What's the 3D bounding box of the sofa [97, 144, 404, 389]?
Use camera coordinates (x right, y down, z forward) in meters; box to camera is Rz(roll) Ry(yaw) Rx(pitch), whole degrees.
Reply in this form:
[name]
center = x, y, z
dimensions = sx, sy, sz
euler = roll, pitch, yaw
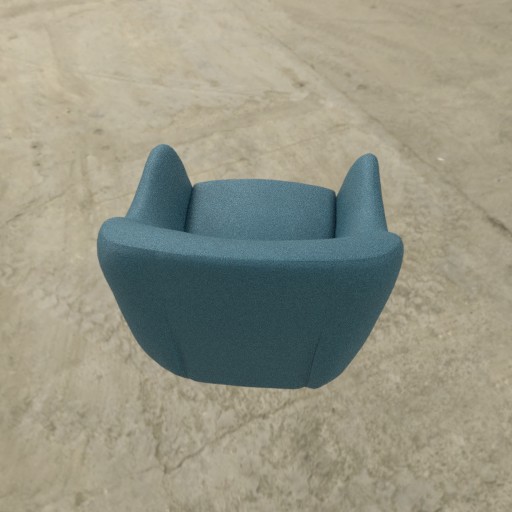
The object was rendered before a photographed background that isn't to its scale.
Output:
[sofa]
center = 0.000, 0.000, 1.518
dimensions = 0.836, 0.817, 0.825
euler = 3, 47, 3
